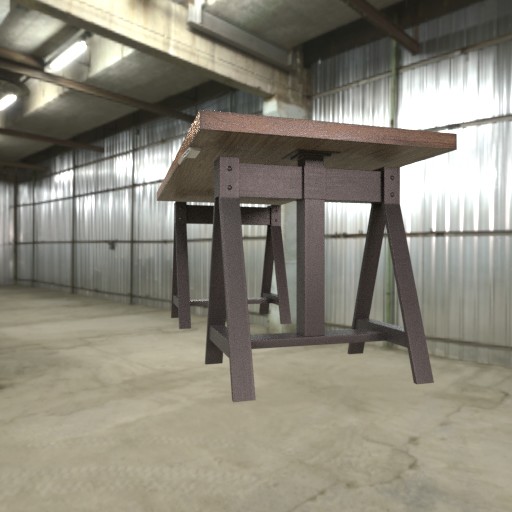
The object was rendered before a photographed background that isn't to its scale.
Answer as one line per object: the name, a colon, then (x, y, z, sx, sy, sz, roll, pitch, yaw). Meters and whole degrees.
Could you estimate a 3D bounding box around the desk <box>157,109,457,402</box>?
desk: (0.000, 0.000, 1.926, 0.784, 0.725, 1.543, 0, 0, -17)
